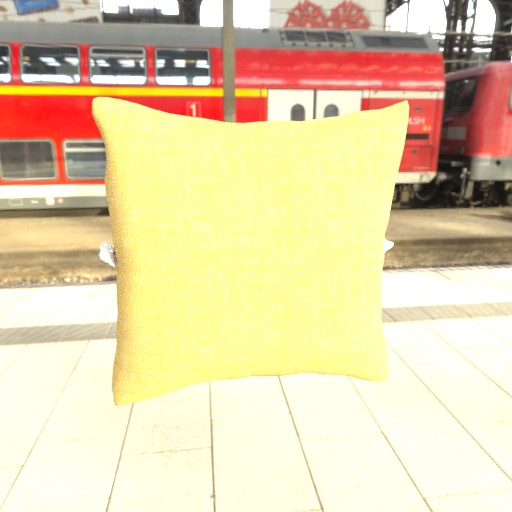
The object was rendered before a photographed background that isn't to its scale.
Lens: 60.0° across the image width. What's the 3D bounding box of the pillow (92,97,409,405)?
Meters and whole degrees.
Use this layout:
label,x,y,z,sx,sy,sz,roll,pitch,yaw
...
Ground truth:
label,x,y,z,sx,sy,sz,roll,pitch,yaw
pillow,0.000,0.000,0.721,0.485,0.481,0.167,-2,16,-9
